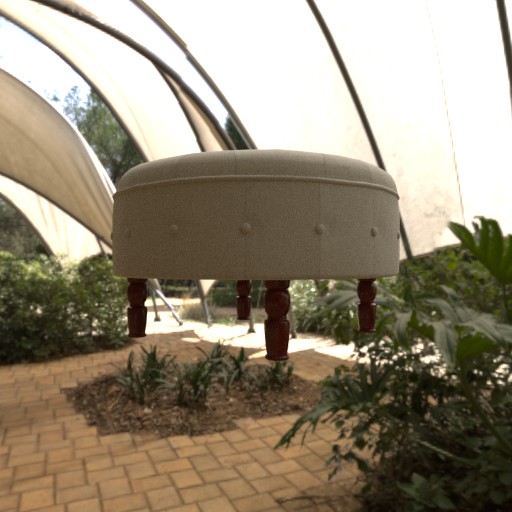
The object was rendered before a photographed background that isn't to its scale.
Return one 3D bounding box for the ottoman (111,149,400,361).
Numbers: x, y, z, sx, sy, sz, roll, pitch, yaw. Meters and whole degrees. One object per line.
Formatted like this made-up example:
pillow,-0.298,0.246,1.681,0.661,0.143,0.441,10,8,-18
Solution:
ottoman,0.000,0.000,1.375,0.850,0.483,0.850,0,-1,0
